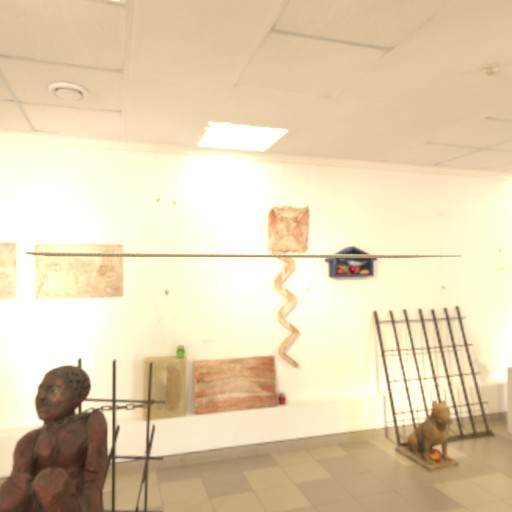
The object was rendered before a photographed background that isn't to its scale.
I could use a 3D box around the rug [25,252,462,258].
[{"bbox_3d":[0.000,0.000,2.739,2.442,0.016,0.770,0,-1,-18],"label":"rug"}]
